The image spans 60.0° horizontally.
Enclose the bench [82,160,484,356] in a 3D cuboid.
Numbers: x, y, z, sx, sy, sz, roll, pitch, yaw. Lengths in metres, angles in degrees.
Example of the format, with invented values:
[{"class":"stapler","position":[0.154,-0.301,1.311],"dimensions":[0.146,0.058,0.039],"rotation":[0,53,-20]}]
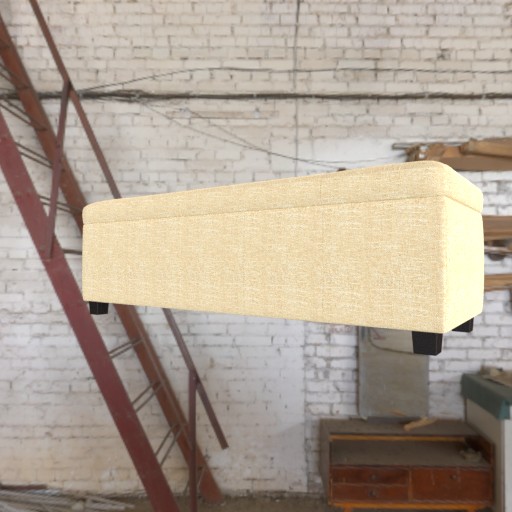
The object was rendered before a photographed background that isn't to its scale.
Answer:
[{"class":"bench","position":[0.000,0.000,1.381],"dimensions":[1.219,0.406,0.432],"rotation":[0,-1,36]}]
